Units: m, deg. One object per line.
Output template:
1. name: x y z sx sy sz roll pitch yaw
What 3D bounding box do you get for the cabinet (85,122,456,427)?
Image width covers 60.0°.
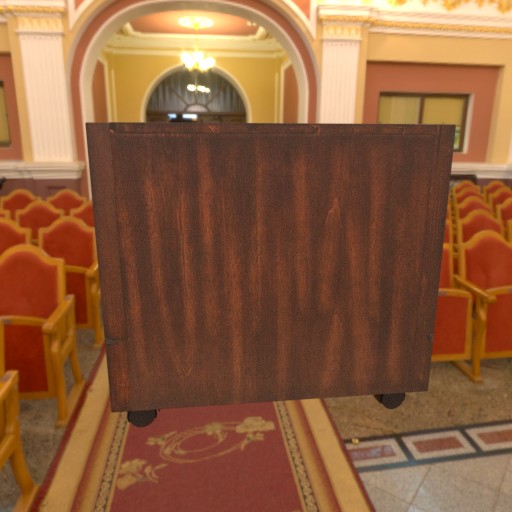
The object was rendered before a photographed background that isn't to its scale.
1. cabinet: 0.000 0.000 0.823 0.500 0.455 0.402 -2 14 -7
